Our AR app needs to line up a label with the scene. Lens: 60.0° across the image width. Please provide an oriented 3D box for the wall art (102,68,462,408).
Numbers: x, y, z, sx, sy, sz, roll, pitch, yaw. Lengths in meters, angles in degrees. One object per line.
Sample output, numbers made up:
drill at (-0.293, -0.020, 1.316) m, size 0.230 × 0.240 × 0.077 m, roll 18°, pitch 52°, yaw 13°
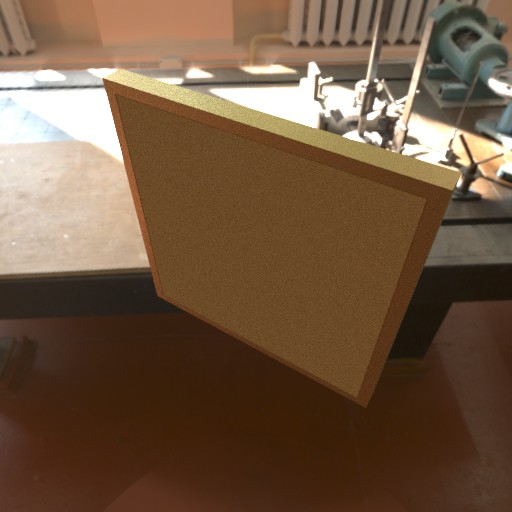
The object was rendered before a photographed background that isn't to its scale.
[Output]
wall art at (0.000, 0.000, 1.898) m, size 1.284 × 1.284 × 0.095 m, roll 24°, pitch 51°, yaw 22°
